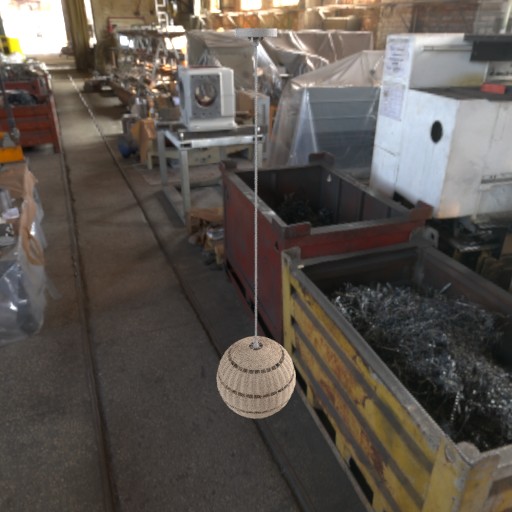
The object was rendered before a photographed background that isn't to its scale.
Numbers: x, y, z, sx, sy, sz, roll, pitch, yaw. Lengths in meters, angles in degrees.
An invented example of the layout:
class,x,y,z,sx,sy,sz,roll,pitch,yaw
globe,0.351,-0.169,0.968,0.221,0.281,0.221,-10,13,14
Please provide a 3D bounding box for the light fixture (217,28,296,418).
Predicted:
class,x,y,z,sx,sy,sz,roll,pitch,yaw
light fixture,0.000,0.000,2.212,0.457,2.019,0.457,17,32,30
